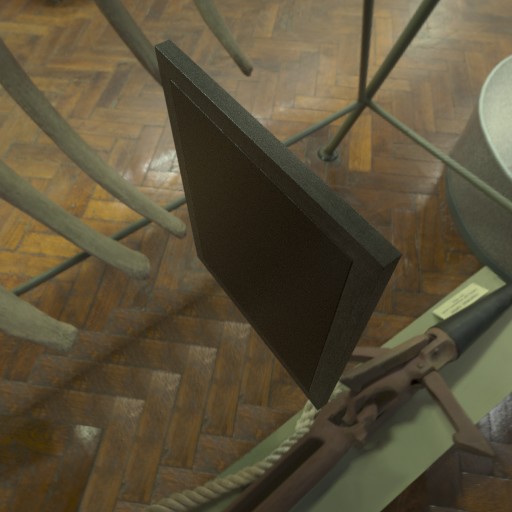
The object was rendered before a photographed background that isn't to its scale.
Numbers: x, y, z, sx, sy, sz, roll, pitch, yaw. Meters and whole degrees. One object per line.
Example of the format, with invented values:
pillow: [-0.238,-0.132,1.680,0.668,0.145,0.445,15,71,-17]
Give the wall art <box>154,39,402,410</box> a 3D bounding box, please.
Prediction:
wall art: [0.000,0.000,0.802,0.027,0.580,0.479,-31,62,-19]
